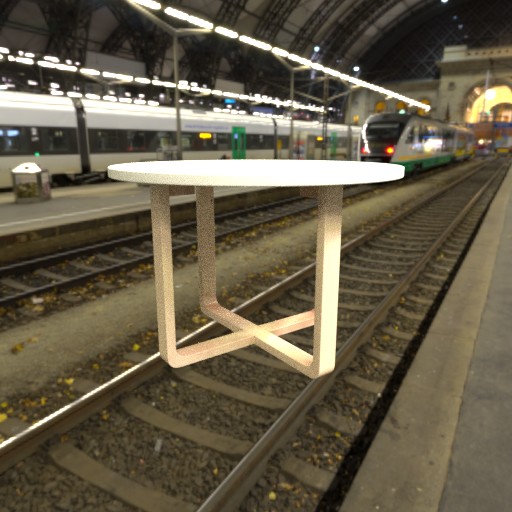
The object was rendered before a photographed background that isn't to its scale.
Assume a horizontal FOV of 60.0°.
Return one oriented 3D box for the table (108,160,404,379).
[{"bbox_3d":[0.000,0.000,0.991,0.600,0.400,0.600,0,14,0],"label":"table"}]
